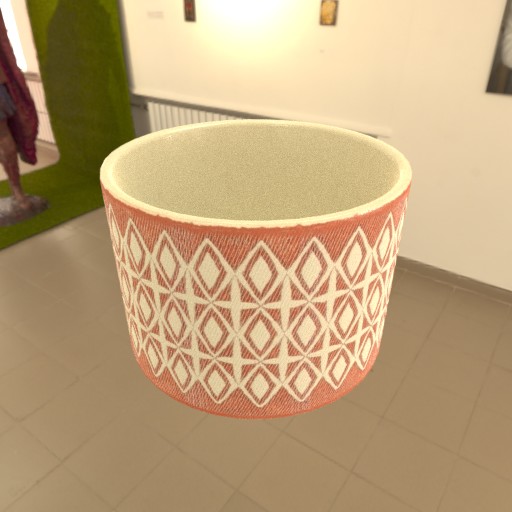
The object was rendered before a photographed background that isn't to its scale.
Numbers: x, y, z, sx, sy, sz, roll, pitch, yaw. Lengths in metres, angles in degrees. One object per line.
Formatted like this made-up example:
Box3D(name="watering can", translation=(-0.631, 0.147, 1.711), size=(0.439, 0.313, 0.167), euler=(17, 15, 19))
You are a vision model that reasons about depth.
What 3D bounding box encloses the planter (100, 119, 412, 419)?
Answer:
Box3D(name="planter", translation=(0.000, 0.000, 0.321), size=(0.192, 0.148, 0.192), euler=(0, 31, 0))
